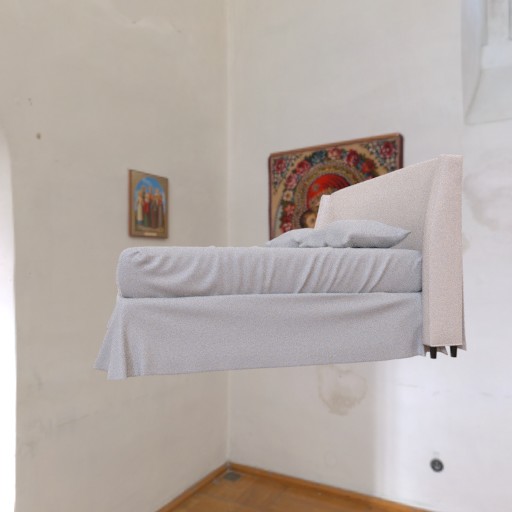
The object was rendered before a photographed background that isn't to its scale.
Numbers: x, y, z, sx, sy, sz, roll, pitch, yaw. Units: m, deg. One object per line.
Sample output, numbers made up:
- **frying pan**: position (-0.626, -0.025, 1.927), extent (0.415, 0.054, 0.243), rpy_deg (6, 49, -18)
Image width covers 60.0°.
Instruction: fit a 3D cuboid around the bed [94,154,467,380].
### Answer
- **bed**: position (0.000, 0.000, 3.453), extent (2.276, 1.332, 1.925), rpy_deg (0, -1, -16)
